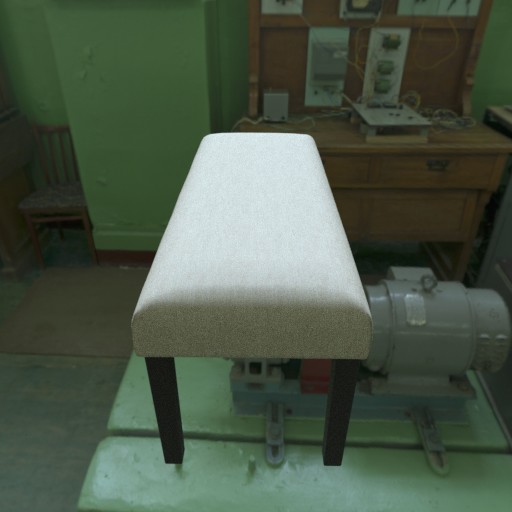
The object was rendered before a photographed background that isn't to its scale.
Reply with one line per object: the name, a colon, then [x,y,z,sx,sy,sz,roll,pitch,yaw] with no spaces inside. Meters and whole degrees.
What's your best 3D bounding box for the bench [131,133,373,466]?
bench: [0.000,0.000,1.246,0.407,0.456,1.013,0,31,1]
